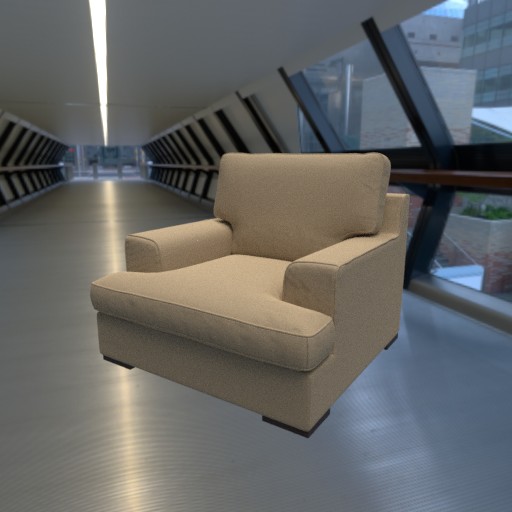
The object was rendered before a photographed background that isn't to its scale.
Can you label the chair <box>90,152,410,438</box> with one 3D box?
[{"bbox_3d":[0.000,0.000,2.200,1.293,1.005,1.274,6,14,25],"label":"chair"}]
